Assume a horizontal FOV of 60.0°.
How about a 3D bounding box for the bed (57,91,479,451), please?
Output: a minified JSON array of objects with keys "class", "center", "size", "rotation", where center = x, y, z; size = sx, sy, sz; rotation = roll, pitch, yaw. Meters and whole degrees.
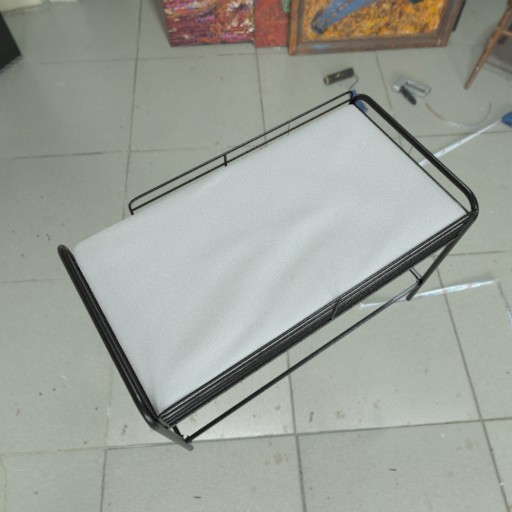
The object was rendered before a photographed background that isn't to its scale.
[{"class":"bed","center":[0.000,0.000,2.869],"size":[1.968,1.289,1.393],"rotation":[-30,66,-15]}]
